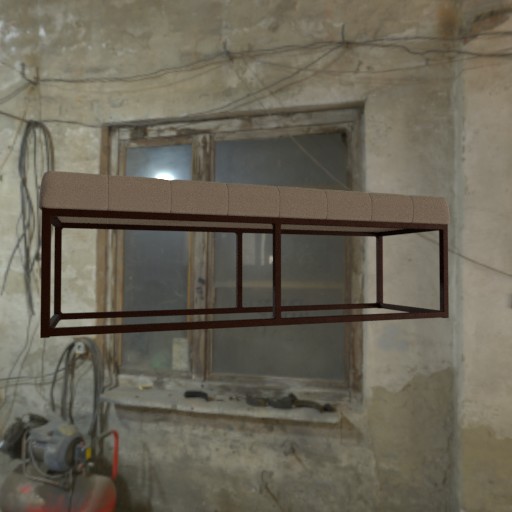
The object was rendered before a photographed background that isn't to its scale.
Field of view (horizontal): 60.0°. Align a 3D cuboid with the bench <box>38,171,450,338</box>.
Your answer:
[{"bbox_3d":[0.000,0.000,1.721,1.488,0.488,0.479,0,-1,-20],"label":"bench"}]
